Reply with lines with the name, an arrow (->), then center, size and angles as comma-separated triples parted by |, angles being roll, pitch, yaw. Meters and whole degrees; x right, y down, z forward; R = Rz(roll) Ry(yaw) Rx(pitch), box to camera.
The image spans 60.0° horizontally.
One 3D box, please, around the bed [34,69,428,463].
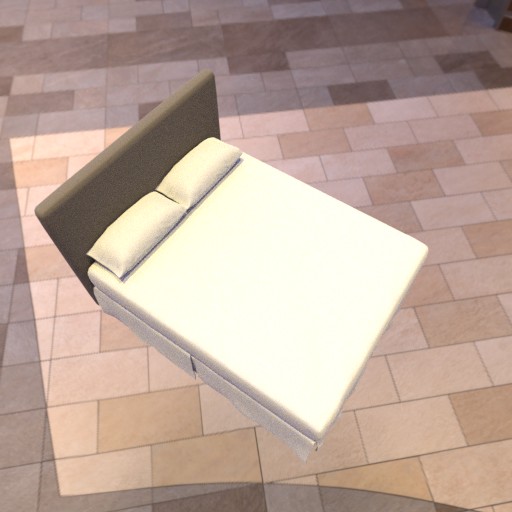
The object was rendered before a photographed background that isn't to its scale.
bed -> 0.000, 0.000, 3.231 | 2.142, 1.330, 1.748 | 30, 63, 18
